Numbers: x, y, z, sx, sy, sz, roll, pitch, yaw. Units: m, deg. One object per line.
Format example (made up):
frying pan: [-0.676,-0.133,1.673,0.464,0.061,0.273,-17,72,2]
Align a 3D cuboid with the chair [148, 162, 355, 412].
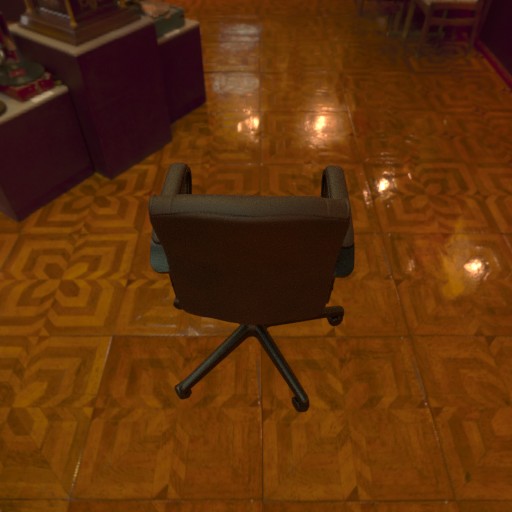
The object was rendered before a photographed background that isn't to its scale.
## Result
chair: [0.000,0.000,1.497,0.739,1.004,0.717,2,47,2]
